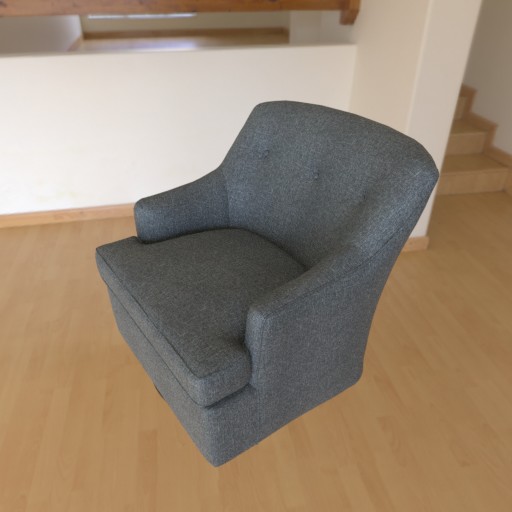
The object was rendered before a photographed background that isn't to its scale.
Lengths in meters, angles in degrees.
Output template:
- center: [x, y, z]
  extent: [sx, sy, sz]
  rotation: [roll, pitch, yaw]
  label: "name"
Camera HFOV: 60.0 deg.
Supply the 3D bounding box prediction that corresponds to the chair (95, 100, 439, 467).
- center: [0.000, 0.000, 1.565]
  extent: [0.923, 0.856, 0.864]
  rotation: [-22, 39, -29]
  label: "chair"
